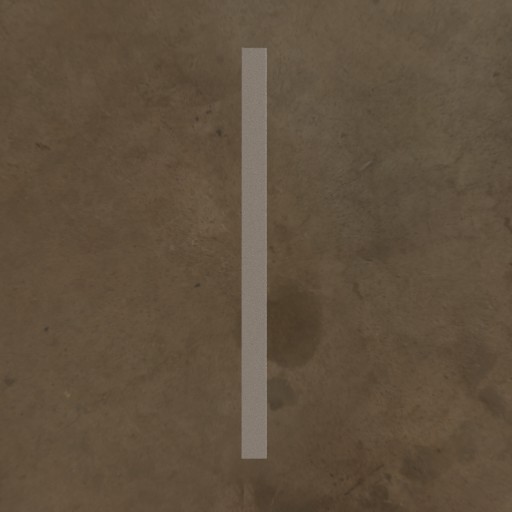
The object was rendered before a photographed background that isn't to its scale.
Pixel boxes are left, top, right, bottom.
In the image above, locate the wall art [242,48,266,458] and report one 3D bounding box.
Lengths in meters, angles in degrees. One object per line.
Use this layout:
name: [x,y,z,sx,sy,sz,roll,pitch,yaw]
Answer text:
wall art: [0.000,0.000,1.041,0.055,0.763,0.611,0,89,-1]
